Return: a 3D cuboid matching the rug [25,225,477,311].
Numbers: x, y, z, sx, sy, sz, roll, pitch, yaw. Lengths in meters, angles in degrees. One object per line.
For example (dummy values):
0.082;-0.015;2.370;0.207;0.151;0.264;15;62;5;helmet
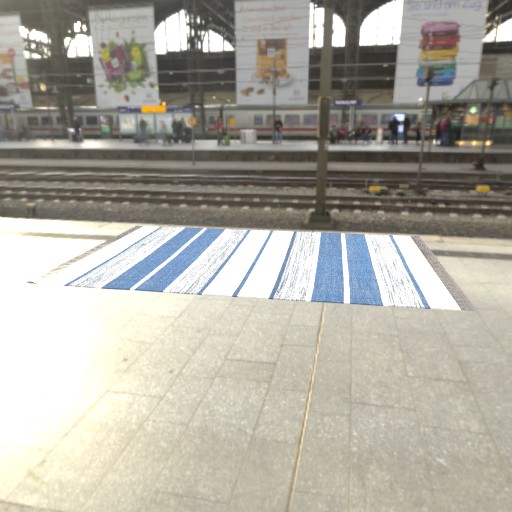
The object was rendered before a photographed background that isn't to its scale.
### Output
0.000;0.000;3.063;2.441;0.010;1.532;3;17;9;rug
